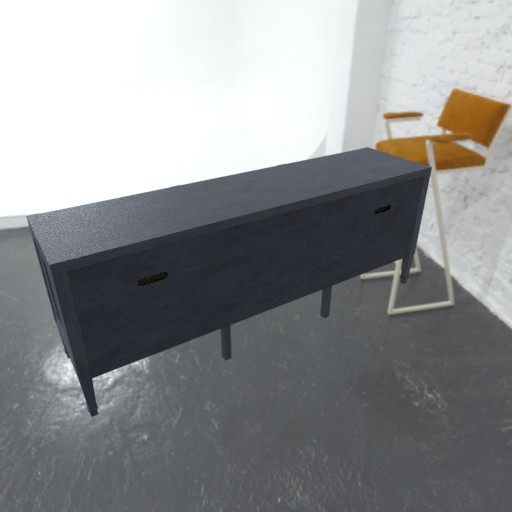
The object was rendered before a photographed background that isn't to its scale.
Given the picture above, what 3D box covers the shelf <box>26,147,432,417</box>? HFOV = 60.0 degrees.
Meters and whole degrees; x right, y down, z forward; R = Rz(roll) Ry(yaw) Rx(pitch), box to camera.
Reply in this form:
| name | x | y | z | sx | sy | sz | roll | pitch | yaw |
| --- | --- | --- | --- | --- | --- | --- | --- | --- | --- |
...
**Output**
| name | x | y | z | sx | sy | sz | roll | pitch | yaw |
| --- | --- | --- | --- | --- | --- | --- | --- | --- | --- |
| shelf | 0.000 | 0.000 | 2.211 | 1.878 | 0.715 | 0.471 | -17 | 33 | -28 |
